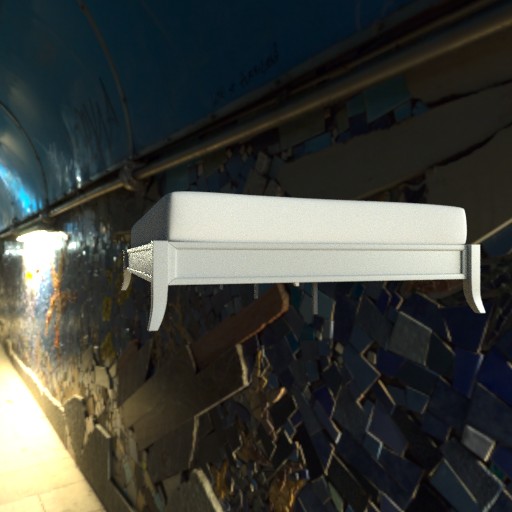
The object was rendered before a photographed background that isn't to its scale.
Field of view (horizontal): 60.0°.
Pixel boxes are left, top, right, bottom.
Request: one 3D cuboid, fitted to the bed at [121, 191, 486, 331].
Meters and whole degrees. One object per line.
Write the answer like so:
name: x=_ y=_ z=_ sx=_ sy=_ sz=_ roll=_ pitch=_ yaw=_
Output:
bed: x=0.000 y=0.000 z=2.658 sx=1.460 sy=0.510 sz=1.985 roll=0 pitch=0 yaw=-19
